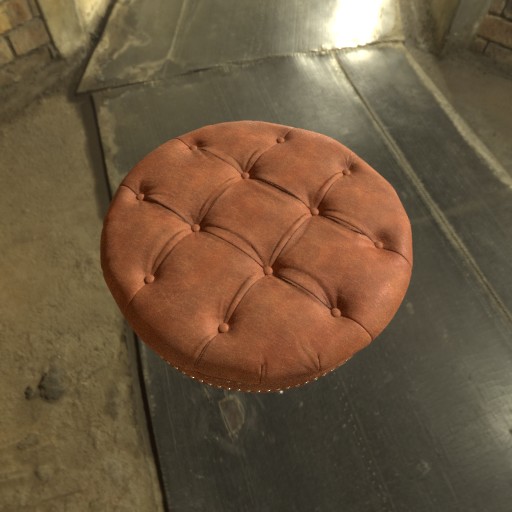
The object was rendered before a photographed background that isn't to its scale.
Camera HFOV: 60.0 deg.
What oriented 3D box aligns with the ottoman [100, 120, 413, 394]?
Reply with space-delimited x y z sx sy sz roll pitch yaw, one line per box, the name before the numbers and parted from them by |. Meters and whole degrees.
ottoman | 0.000 0.000 1.416 0.901 0.444 0.901 0 57 0
